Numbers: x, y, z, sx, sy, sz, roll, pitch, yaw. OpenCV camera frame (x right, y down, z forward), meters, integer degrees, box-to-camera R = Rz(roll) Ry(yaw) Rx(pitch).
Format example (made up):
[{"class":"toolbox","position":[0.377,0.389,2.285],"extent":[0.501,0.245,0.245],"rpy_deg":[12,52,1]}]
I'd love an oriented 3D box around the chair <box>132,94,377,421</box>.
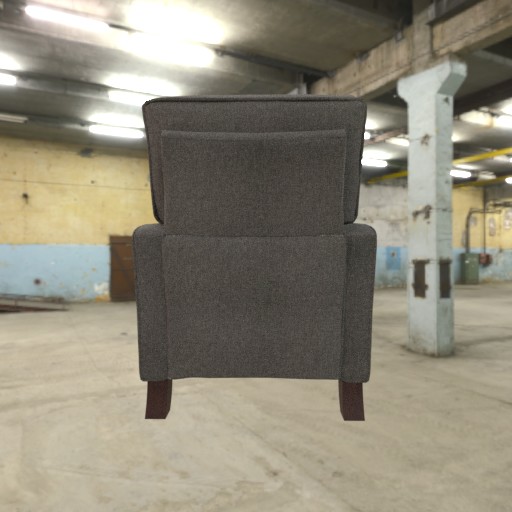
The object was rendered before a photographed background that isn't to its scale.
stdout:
[{"class":"chair","position":[0.000,0.000,1.480],"extent":[0.650,0.889,0.775],"rpy_deg":[0,-1,1]}]
